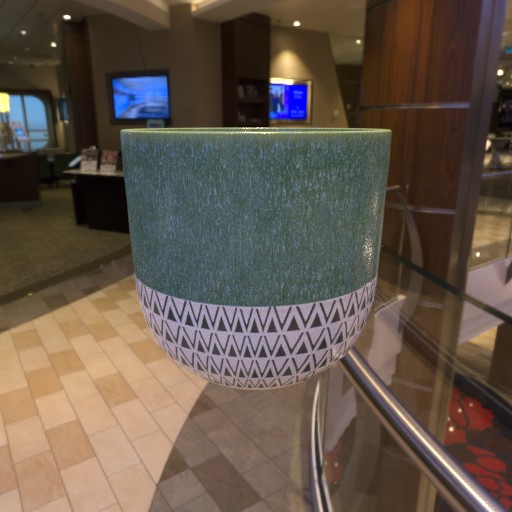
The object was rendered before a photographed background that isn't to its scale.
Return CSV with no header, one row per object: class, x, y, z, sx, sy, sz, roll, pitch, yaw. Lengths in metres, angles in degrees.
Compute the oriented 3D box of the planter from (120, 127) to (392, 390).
planter,0.000,0.000,0.490,0.266,0.270,0.266,0,17,0
